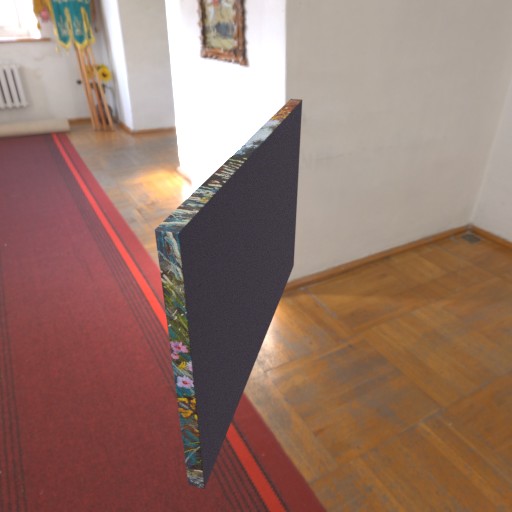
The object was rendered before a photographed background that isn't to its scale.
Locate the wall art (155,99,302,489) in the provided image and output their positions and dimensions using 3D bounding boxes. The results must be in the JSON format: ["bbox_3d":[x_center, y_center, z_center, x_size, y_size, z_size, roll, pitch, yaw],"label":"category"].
[{"bbox_3d":[0.000,0.000,1.148,0.037,0.604,0.908,8,32,14],"label":"wall art"}]
